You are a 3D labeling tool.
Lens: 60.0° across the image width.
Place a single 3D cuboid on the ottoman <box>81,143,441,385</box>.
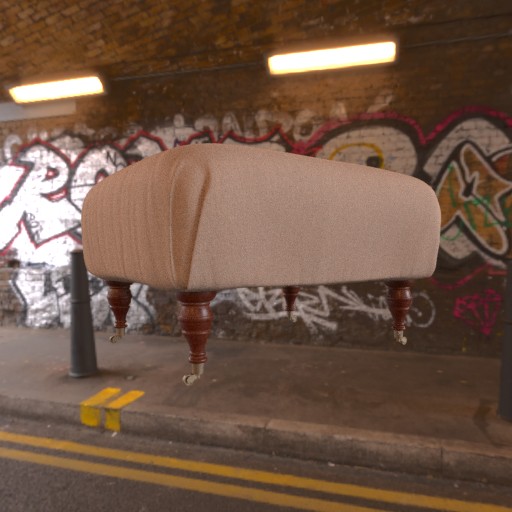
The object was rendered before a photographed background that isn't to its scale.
[{"bbox_3d":[0.000,0.000,1.130,0.746,0.450,0.639,0,1,-35],"label":"ottoman"}]
